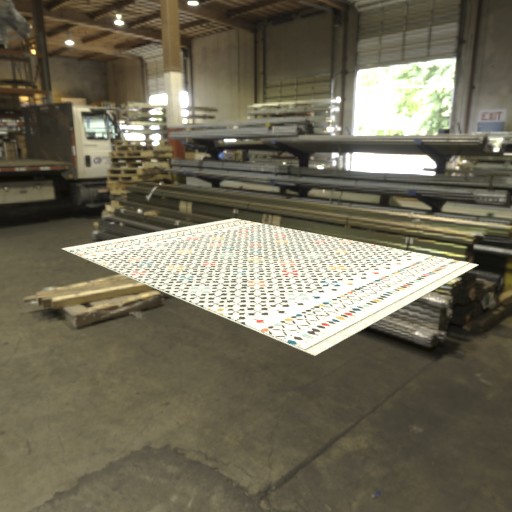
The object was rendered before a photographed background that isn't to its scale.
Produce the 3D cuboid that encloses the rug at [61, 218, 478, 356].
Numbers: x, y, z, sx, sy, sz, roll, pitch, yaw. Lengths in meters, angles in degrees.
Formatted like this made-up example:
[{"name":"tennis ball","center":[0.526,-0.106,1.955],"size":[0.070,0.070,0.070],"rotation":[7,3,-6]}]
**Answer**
[{"name":"rug","center":[0.000,0.000,2.039],"size":[1.556,0.006,1.146],"rotation":[15,21,43]}]
